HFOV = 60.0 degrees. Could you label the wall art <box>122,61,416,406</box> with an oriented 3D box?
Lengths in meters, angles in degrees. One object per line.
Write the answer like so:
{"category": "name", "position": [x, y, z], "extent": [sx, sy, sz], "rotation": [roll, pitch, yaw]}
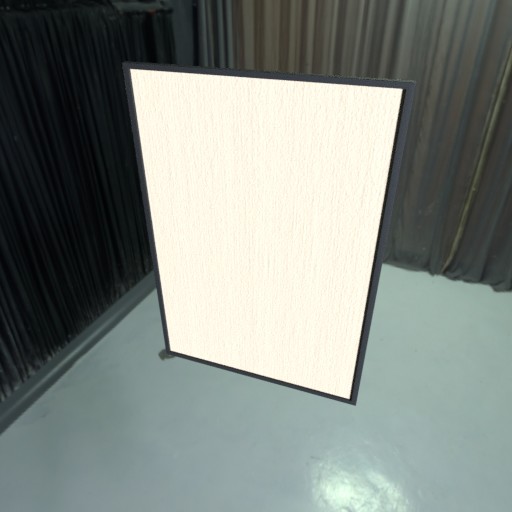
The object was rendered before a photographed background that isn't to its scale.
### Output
{"category": "wall art", "position": [0.000, 0.000, 0.839], "extent": [0.457, 0.657, 0.013], "rotation": [11, 34, 16]}
